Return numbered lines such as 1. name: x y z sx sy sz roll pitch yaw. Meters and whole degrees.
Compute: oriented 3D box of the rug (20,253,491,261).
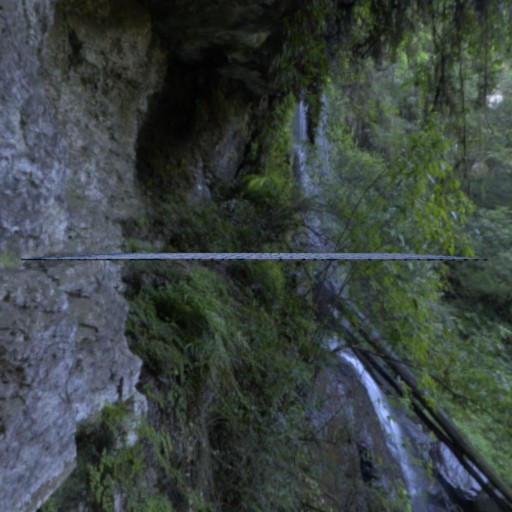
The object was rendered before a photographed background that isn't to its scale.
1. rug: 0.000 0.000 3.048 2.435 0.011 1.517 0 1 1
